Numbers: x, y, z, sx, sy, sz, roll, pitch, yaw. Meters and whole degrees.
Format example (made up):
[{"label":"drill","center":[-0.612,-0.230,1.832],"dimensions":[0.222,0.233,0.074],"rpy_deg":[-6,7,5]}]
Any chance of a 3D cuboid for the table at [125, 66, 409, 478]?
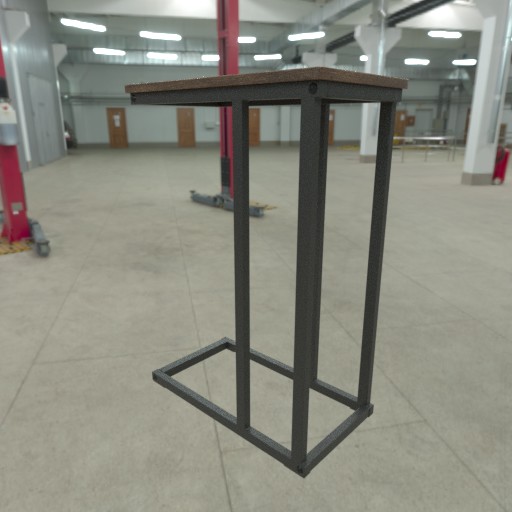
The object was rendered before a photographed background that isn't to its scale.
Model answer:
[{"label":"table","center":[0.000,0.000,0.871],"dimensions":[0.450,0.637,0.254],"rpy_deg":[15,23,40]}]
